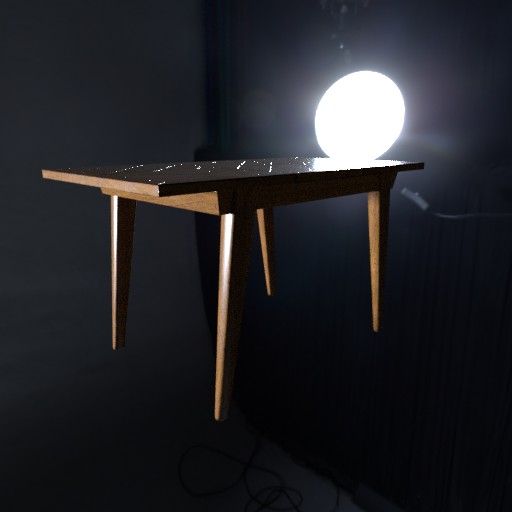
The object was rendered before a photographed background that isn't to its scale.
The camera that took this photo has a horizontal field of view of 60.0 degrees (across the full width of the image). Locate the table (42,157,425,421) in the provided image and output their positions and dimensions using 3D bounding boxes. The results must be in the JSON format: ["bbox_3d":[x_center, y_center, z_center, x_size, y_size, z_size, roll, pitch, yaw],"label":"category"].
[{"bbox_3d":[0.000,0.000,1.894,1.400,0.760,0.757,-14,21,-43],"label":"table"}]
